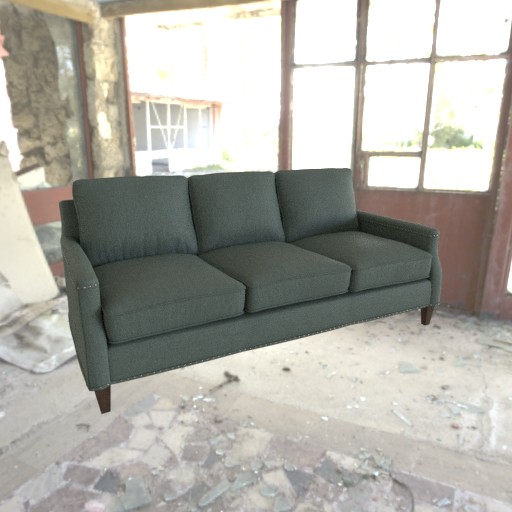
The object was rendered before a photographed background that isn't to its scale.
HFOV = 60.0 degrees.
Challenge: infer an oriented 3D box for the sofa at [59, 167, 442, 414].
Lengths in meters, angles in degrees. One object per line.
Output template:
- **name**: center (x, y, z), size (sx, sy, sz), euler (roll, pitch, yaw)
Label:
- **sofa**: center (0.000, 0.000, 2.818), size (2.246, 1.003, 1.084), euler (-8, 17, -27)
